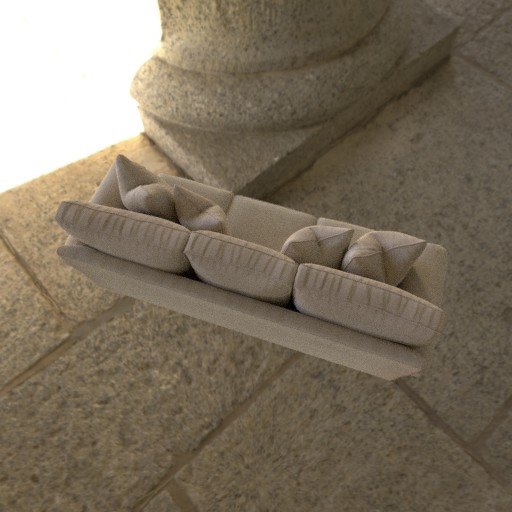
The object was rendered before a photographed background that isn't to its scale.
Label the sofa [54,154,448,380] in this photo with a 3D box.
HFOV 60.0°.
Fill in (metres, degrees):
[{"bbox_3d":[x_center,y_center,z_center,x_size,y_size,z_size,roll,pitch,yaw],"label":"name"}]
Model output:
[{"bbox_3d":[0.000,0.000,2.865,2.312,0.975,0.965,16,64,8],"label":"sofa"}]
